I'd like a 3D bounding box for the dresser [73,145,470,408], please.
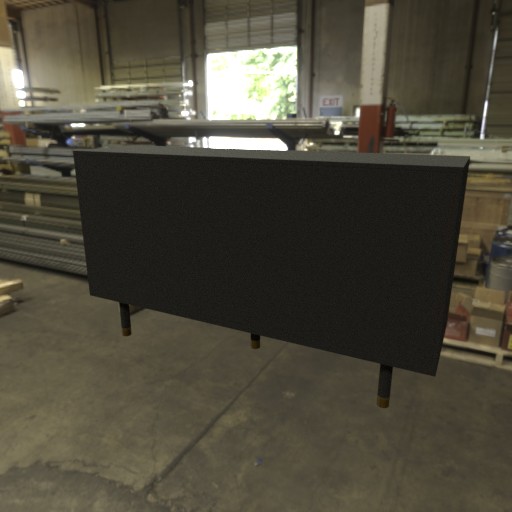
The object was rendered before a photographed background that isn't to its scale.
[{"bbox_3d":[0.000,0.000,1.920,1.558,0.872,0.463,9,19,26],"label":"dresser"}]
